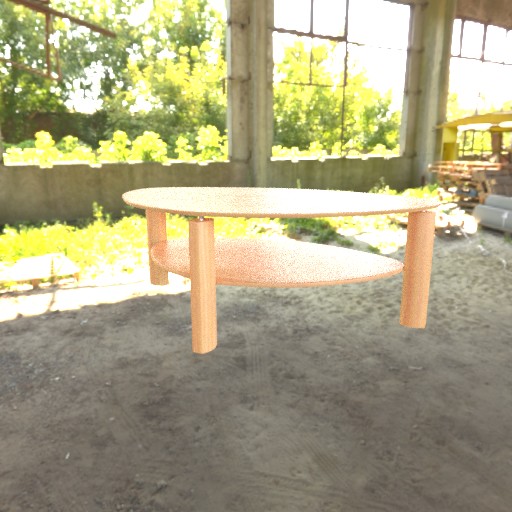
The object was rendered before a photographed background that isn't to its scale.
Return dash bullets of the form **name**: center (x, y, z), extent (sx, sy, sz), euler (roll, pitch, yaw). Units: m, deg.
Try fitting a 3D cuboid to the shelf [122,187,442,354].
- **shelf**: center (0.000, 0.000, 1.668), extent (1.246, 0.440, 0.845), euler (6, 15, 25)
